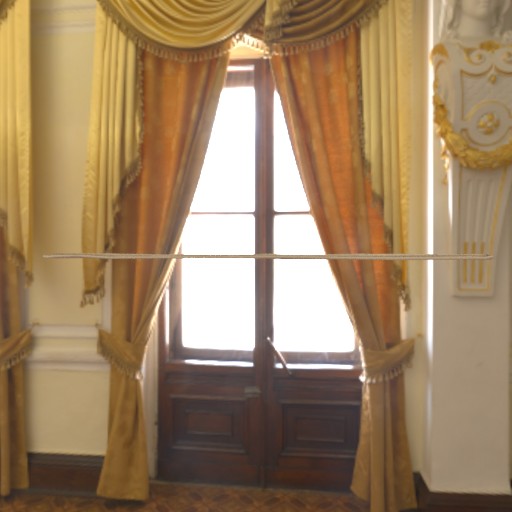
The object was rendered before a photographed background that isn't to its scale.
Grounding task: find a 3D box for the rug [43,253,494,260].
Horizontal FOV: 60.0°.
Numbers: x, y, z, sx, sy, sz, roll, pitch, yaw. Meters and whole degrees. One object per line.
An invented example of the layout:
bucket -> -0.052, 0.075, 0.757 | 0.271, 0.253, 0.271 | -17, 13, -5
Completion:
rug -> 0.000, 0.000, 2.620 | 2.381, 0.036, 0.831 | 0, 0, 19
